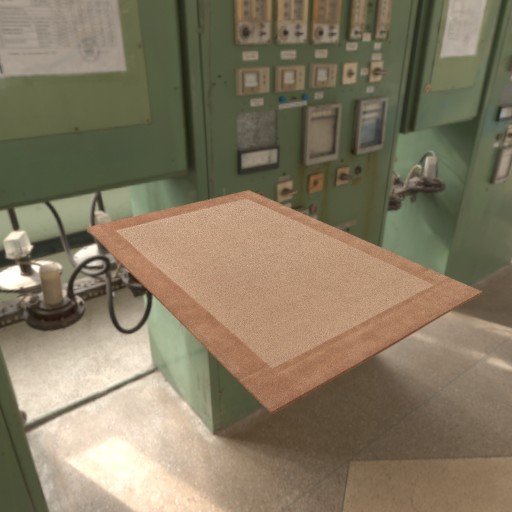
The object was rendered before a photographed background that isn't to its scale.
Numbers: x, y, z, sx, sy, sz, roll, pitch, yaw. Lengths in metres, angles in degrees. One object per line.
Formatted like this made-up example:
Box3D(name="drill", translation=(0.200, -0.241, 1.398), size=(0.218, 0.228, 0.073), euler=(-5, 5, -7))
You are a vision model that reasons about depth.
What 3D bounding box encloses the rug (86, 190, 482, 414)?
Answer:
Box3D(name="rug", translation=(0.000, 0.000, 2.355), size=(1.219, 0.014, 1.829), euler=(-18, 32, -32))
